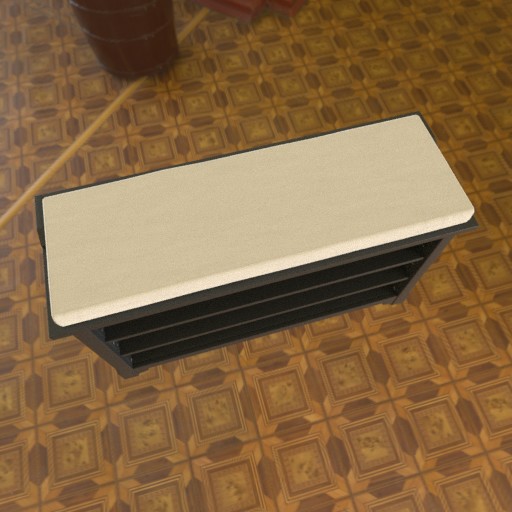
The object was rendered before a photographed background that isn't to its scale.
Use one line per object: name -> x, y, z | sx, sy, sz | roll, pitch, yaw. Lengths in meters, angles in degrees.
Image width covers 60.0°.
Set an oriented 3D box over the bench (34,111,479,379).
bench -> 0.000, 0.000, 1.232 | 0.973, 0.561, 0.345 | -14, 64, -7
